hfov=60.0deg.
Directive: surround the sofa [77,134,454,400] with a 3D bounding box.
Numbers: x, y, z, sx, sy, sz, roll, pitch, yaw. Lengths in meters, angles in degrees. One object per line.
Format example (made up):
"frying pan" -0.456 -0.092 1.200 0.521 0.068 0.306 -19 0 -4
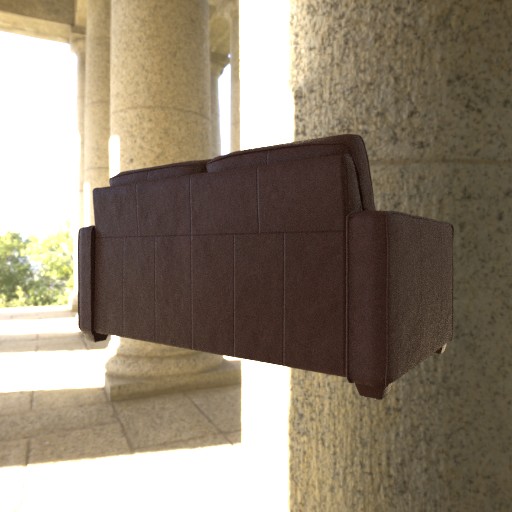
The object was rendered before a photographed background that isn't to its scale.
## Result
"sofa" 0.000 0.000 2.247 1.709 0.918 0.947 1 1 36
